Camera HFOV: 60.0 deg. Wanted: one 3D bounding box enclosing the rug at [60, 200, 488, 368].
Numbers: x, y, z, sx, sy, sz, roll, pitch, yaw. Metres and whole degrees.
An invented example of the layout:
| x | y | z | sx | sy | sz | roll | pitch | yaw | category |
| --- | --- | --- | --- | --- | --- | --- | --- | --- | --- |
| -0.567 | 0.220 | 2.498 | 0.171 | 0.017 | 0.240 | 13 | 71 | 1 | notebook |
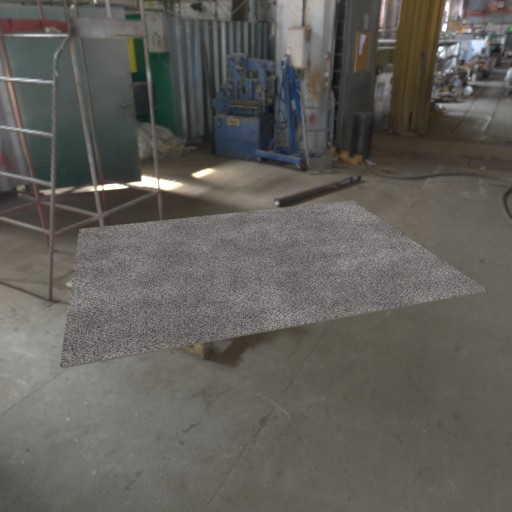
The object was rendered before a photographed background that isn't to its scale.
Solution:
| x | y | z | sx | sy | sz | roll | pitch | yaw | category |
| --- | --- | --- | --- | --- | --- | --- | --- | --- | --- |
| 0.000 | 0.000 | 2.870 | 2.235 | 0.008 | 1.600 | -8 | 27 | -15 | rug |
